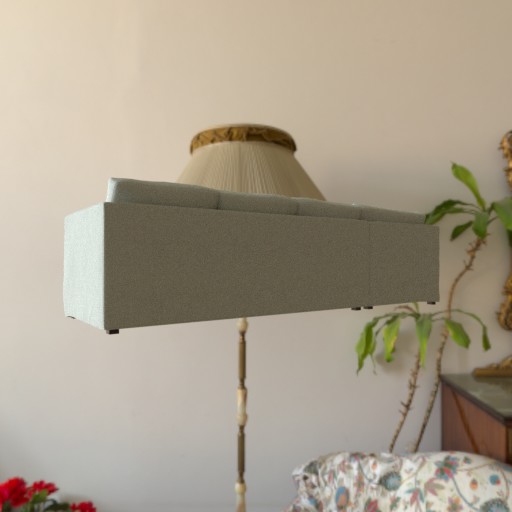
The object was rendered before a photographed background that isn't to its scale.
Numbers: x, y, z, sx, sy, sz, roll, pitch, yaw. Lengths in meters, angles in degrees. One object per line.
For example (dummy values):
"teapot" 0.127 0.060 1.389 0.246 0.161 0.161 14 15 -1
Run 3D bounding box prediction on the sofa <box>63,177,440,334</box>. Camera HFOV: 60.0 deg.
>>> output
"sofa" 0.000 0.000 3.975 3.205 0.922 1.650 0 -1 -35
